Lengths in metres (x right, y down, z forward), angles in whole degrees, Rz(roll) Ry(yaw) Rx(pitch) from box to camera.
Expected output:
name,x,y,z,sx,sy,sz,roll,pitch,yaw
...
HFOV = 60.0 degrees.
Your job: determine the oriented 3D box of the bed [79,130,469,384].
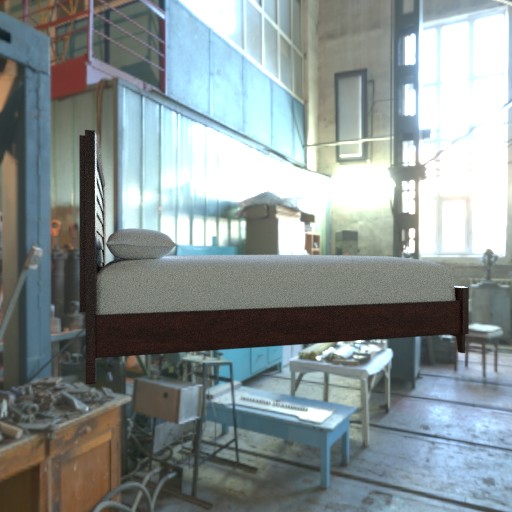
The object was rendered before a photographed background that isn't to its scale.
name,x,y,z,sx,sy,sz,roll,pitch,yaw
bed,0.000,0.000,3.964,2.803,1.492,2.040,0,0,-17
